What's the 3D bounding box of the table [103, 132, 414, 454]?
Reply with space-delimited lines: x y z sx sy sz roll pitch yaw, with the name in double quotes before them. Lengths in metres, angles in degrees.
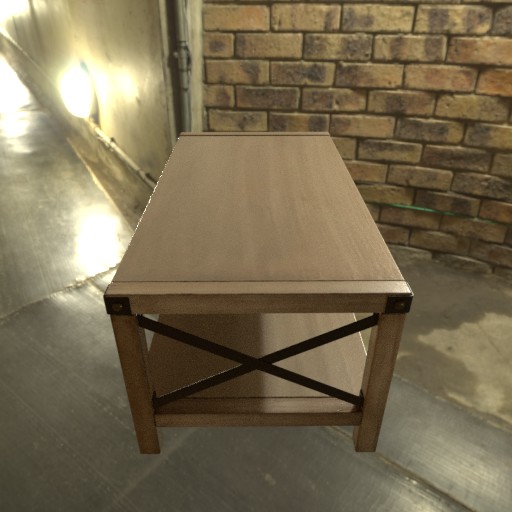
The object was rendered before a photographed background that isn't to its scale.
"table" 0.000 0.000 1.320 0.559 0.456 1.016 0 32 0
